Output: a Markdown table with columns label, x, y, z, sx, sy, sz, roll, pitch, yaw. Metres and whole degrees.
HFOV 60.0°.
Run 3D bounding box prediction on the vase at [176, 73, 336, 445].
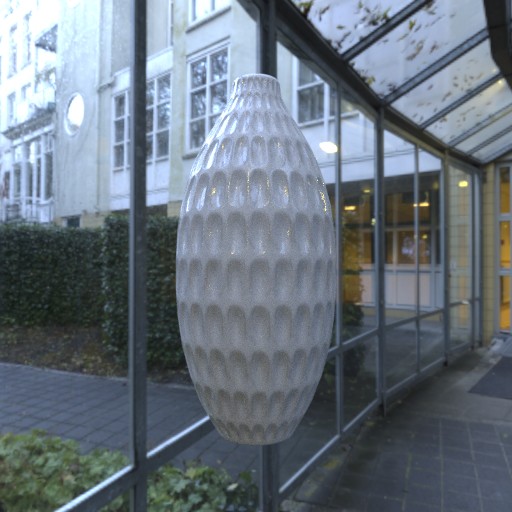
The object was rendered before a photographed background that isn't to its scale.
| label | x | y | z | sx | sy | sz | roll | pitch | yaw |
| --- | --- | --- | --- | --- | --- | --- | --- | --- | --- |
| vase | 0.000 | 0.000 | 0.358 | 0.127 | 0.282 | 0.127 | 0 | 0 | 0 |
